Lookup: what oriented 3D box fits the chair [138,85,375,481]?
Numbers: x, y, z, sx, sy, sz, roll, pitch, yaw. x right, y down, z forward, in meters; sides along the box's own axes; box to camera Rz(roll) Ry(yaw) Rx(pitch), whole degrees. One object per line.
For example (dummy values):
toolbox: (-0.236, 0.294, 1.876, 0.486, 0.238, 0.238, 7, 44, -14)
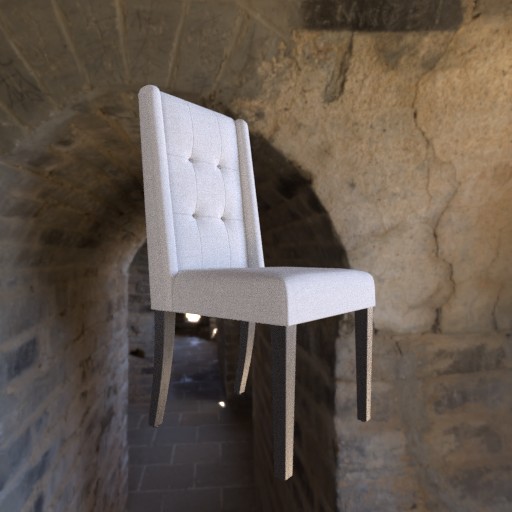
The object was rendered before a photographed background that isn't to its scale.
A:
chair: (0.000, 0.000, 1.265, 0.523, 0.961, 0.474, 0, 0, 37)
